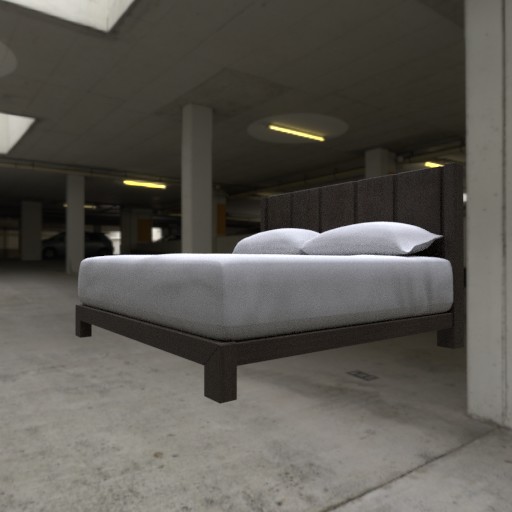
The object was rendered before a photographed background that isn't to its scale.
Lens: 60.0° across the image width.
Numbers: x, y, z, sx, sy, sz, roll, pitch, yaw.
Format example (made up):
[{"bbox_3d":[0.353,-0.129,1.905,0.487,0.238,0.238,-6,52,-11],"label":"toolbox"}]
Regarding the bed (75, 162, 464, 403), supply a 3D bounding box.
[{"bbox_3d":[0.000,0.000,3.322,2.012,1.270,2.134,0,-1,-38],"label":"bed"}]
